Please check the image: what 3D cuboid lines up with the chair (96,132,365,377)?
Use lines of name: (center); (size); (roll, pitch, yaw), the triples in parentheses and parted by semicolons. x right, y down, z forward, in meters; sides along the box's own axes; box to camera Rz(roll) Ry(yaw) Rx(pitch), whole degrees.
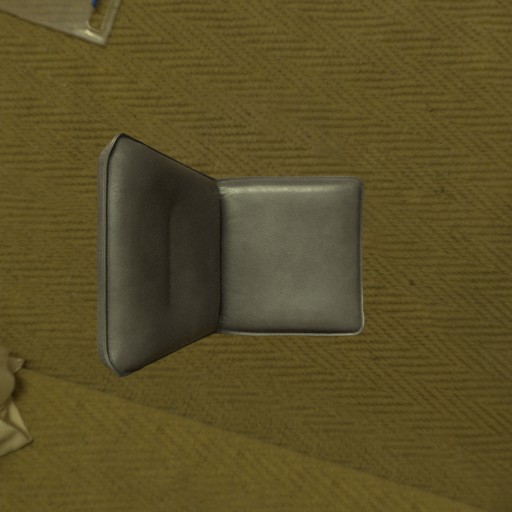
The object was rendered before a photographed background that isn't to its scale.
chair: (0.000, 0.000, 1.373); (0.688, 0.932, 0.515); (0, 90, -1)
